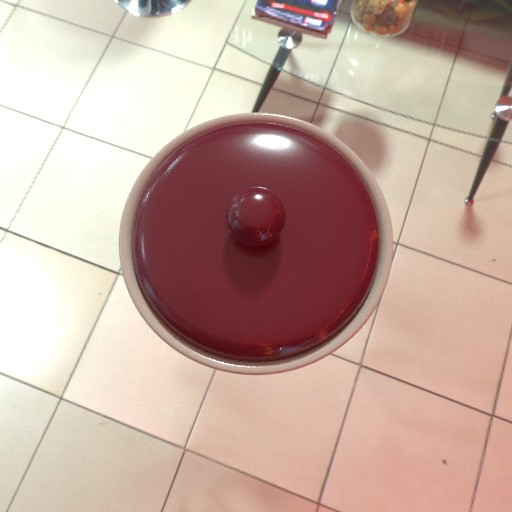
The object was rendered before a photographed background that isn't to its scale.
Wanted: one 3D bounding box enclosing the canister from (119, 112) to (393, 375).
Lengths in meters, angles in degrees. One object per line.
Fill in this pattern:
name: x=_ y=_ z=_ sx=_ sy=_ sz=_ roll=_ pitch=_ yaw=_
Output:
canister: x=0.000 y=0.000 z=0.350 sx=0.182 sy=0.208 sz=0.182 roll=0 pitch=75 yaw=0
